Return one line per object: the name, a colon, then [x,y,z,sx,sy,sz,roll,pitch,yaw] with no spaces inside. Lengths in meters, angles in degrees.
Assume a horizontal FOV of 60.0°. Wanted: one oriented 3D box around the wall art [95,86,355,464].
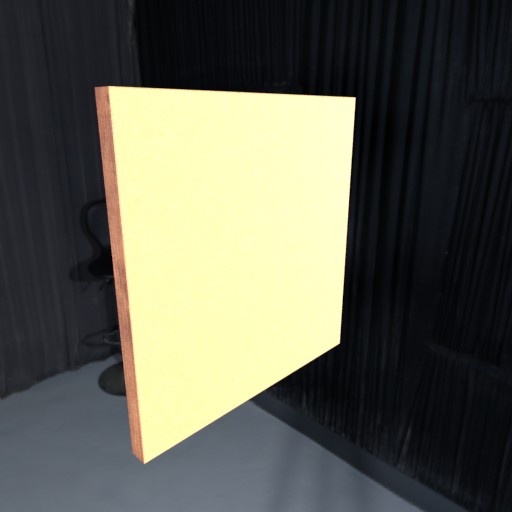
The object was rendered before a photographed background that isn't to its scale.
wall art: [0.000,0.000,0.831,0.037,0.572,0.554,17,24,42]
